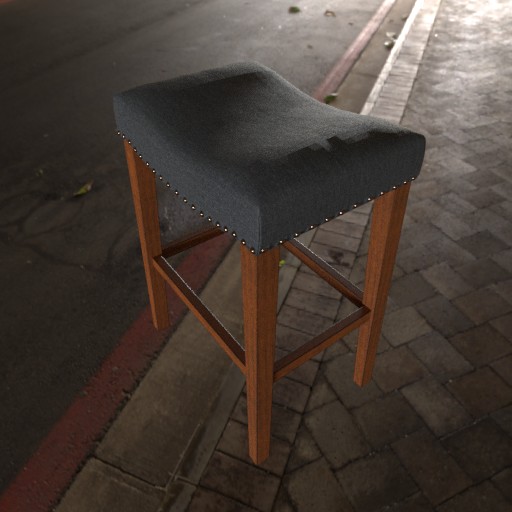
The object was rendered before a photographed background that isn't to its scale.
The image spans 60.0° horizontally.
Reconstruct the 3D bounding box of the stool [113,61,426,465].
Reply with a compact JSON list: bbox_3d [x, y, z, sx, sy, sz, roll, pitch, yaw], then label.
[{"bbox_3d":[0.000,0.000,0.865,0.320,0.612,0.439,-26,47,-27],"label":"stool"}]
